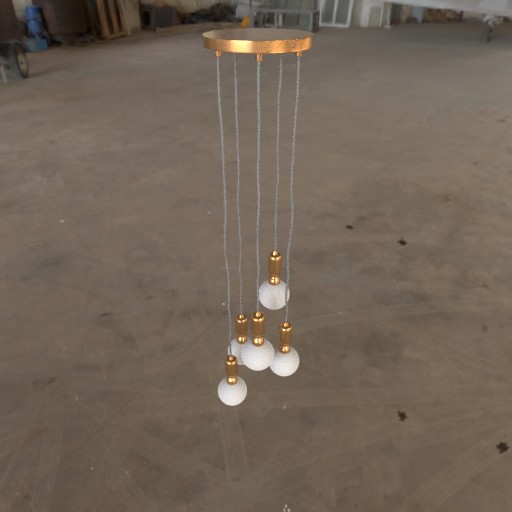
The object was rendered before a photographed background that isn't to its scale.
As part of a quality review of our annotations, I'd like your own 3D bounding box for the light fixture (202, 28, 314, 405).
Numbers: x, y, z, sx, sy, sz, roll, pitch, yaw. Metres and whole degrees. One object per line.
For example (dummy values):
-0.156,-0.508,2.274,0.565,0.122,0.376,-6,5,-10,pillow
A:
0.000,0.000,0.506,0.108,0.457,0.105,-21,38,-30,light fixture
